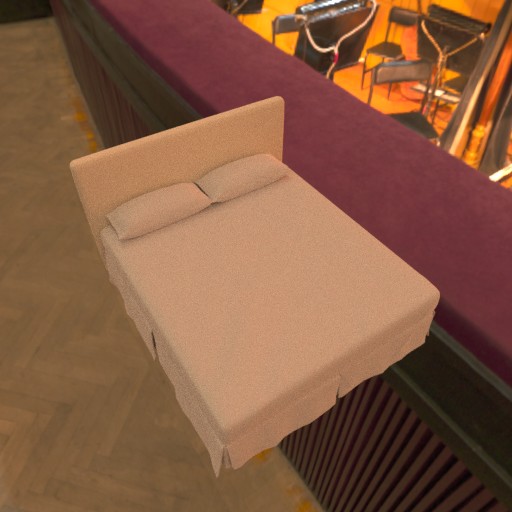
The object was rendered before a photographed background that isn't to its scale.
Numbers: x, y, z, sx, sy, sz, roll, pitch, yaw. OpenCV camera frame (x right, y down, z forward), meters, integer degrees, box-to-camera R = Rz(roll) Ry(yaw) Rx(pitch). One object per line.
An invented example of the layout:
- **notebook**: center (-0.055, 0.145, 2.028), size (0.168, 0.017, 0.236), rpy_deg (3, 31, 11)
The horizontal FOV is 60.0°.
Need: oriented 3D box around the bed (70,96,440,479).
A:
- **bed**: center (0.000, 0.000, 3.643), size (2.119, 1.317, 2.341), rpy_deg (-25, 51, -23)
